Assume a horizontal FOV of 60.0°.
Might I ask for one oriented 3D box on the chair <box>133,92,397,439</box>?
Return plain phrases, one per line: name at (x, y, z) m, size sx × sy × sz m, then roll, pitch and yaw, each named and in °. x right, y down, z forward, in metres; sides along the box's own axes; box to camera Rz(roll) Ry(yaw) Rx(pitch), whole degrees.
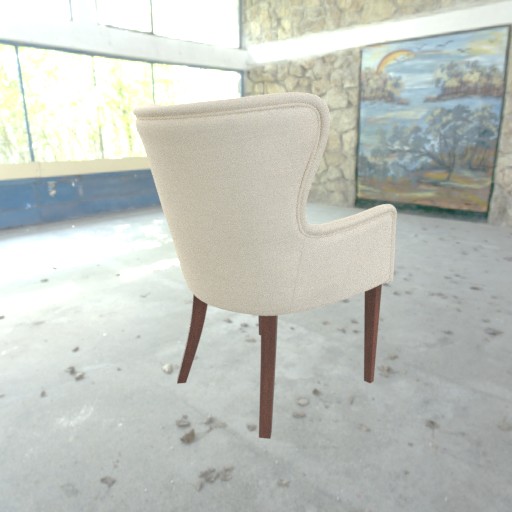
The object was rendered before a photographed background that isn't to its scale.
chair at (0.000, 0.000, 1.504) m, size 0.744 × 0.990 × 0.696 m, roll -15°, pitch 21°, yaw -43°
